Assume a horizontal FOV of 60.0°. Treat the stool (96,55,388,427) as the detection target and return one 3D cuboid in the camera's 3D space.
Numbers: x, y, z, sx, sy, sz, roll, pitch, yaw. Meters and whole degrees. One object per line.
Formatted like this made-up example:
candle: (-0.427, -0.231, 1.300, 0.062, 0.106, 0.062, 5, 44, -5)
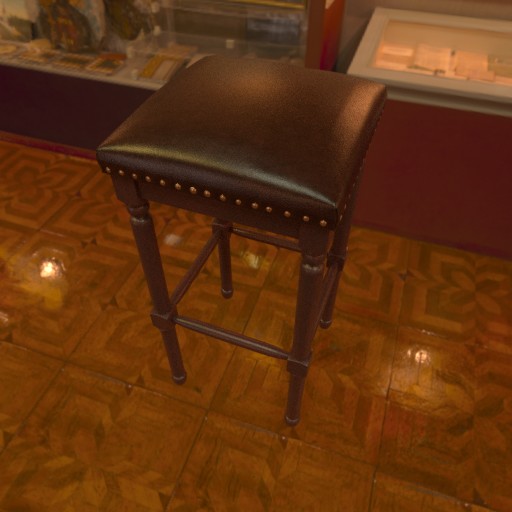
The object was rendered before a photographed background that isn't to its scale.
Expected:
stool: (0.000, 0.000, 0.979, 0.382, 0.768, 0.383, 16, 48, 15)
